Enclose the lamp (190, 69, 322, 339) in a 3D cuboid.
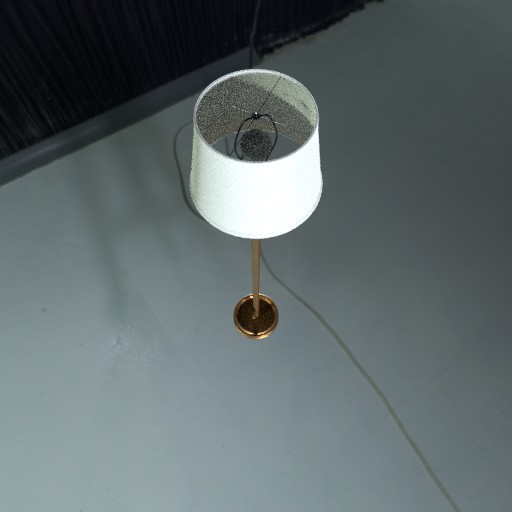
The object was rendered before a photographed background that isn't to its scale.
[{"bbox_3d":[0.000,0.000,0.805,0.178,0.710,0.178,0,64,0],"label":"lamp"}]
